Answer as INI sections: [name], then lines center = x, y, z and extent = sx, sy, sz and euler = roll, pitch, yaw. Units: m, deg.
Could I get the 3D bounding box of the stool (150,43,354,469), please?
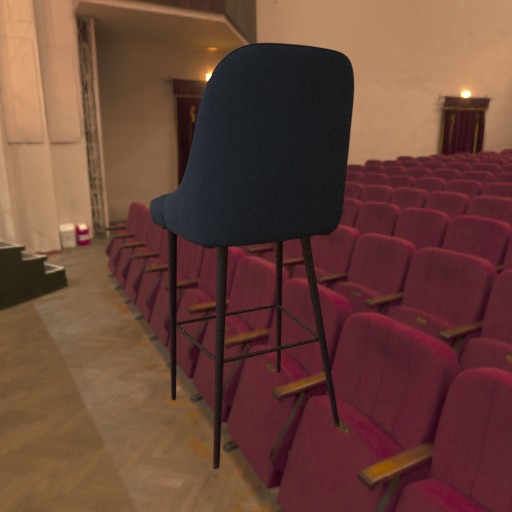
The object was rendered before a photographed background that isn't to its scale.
[stool]
center = 0.000, 0.000, 1.332
extent = 0.527, 1.079, 0.489
euler = -7, 16, -26
